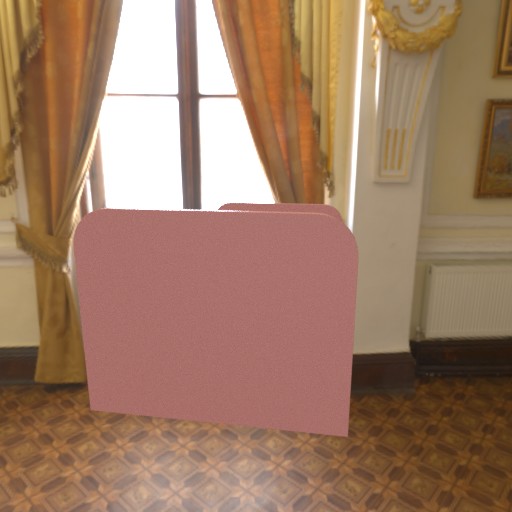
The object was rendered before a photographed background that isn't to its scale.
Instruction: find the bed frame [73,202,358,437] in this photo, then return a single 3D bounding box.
[{"bbox_3d":[0.000,0.000,2.510,0.998,0.805,1.963,2,15,9],"label":"bed frame"}]
